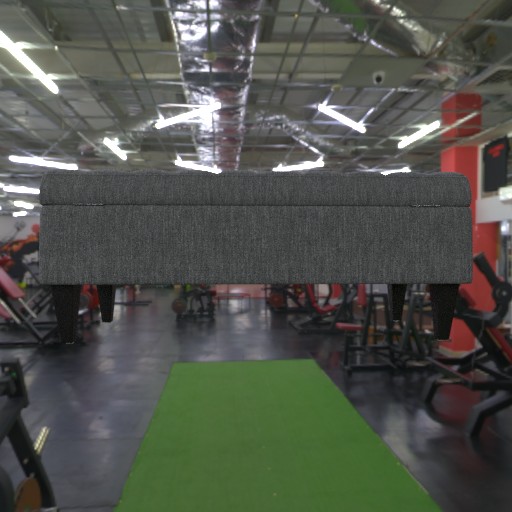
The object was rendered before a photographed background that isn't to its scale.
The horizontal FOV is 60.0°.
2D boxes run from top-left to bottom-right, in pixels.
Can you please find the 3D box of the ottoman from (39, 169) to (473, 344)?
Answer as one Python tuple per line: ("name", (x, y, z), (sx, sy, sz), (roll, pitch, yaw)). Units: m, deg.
("ottoman", (0.000, 0.000, 1.393), (1.151, 0.469, 0.482), (0, 0, -2))
